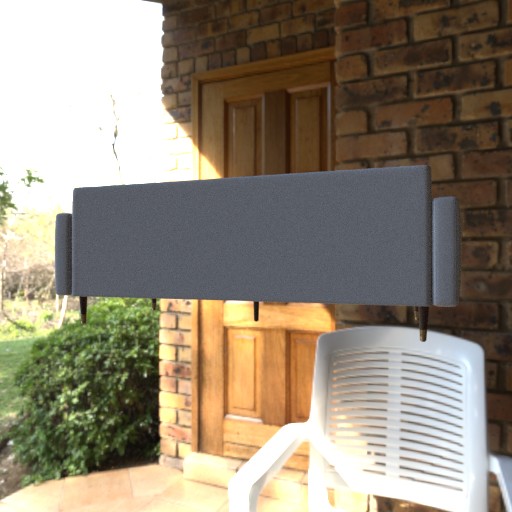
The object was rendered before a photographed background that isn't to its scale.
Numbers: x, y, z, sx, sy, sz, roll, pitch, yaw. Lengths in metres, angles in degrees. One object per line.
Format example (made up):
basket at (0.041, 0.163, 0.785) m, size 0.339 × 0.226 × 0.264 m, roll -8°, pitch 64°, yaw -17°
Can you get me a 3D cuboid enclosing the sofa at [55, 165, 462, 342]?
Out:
sofa at (0.000, 0.000, 2.770) m, size 2.291 × 0.821 × 0.990 m, roll 0°, pitch -1°, yaw 18°
